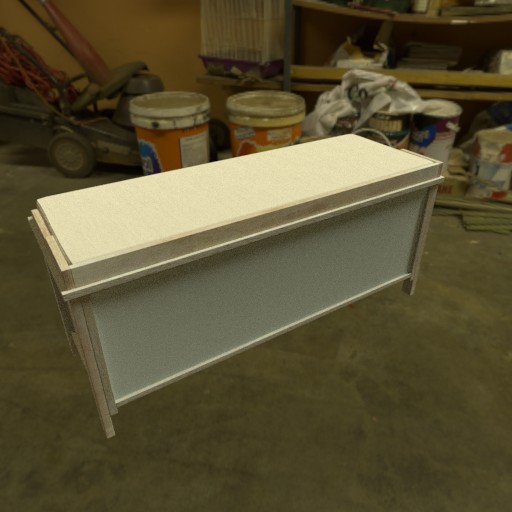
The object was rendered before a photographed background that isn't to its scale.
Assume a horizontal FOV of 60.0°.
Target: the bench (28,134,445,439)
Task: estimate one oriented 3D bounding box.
[{"bbox_3d":[0.000,0.000,1.364,1.140,0.501,0.398,-18,36,-27],"label":"bench"}]
